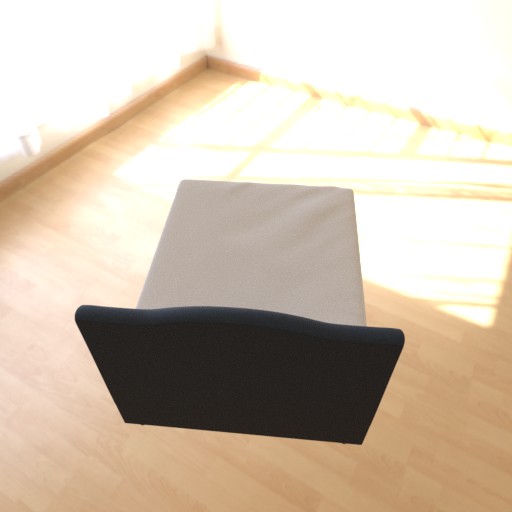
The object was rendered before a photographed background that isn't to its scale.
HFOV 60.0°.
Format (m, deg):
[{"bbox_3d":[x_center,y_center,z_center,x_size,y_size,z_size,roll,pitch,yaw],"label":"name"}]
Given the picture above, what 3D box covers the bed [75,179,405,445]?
[{"bbox_3d":[0.000,0.000,3.476,1.821,1.436,2.282,4,46,4],"label":"bed"}]
